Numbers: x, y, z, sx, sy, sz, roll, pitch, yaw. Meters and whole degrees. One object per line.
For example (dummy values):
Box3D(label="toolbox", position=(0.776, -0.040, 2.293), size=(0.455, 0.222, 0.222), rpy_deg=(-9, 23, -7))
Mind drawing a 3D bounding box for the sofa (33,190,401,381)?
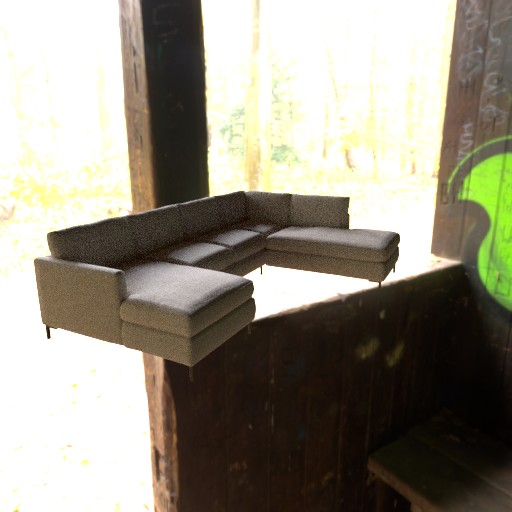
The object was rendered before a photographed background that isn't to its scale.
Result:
Box3D(label="sofa", position=(0.000, 0.000, 3.639), size=(1.879, 0.756, 2.737), rpy_deg=(8, 17, 26))
